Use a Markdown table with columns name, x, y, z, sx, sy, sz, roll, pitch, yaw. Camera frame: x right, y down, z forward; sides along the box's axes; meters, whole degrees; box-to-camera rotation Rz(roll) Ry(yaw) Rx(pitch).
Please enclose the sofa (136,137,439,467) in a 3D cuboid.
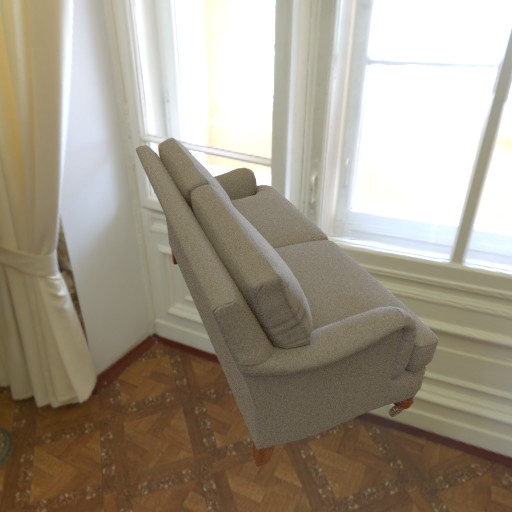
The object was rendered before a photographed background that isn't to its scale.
| name | x | y | z | sx | sy | sz | roll | pitch | yaw |
| --- | --- | --- | --- | --- | --- | --- | --- | --- | --- |
| sofa | 0.000 | 0.000 | 2.747 | 1.087 | 1.054 | 2.160 | -11 | 32 | -18 |
